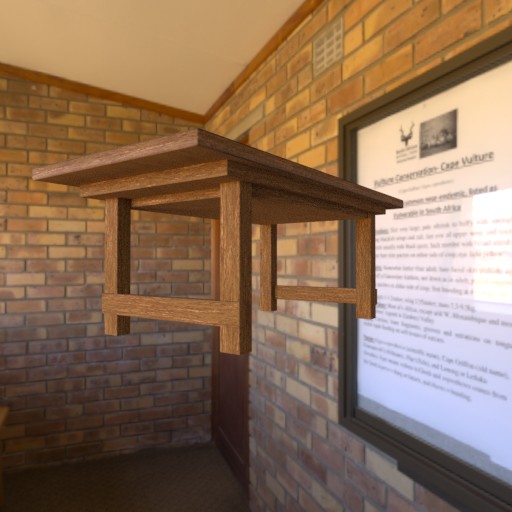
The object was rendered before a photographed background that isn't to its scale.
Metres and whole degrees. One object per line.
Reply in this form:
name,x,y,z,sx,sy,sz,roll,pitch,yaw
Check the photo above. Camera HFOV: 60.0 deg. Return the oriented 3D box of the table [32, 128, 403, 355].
table,0.000,0.000,2.454,1.000,0.762,1.982,-1,-1,36
